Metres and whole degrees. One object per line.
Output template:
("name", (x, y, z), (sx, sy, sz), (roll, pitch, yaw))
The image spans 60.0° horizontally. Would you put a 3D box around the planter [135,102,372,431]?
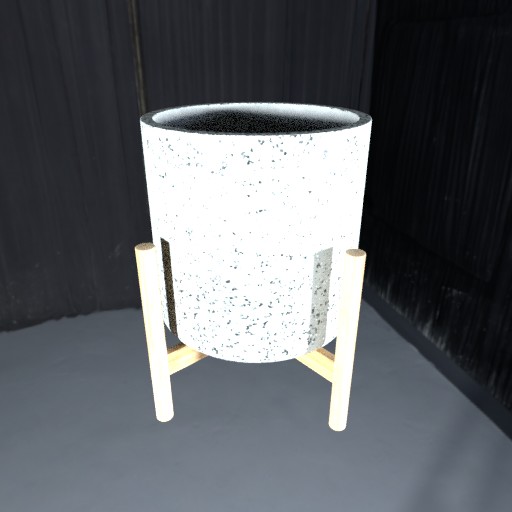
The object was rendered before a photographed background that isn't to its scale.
("planter", (0.000, 0.000, 0.685), (0.360, 0.419, 0.360), (-8, 27, -17))
